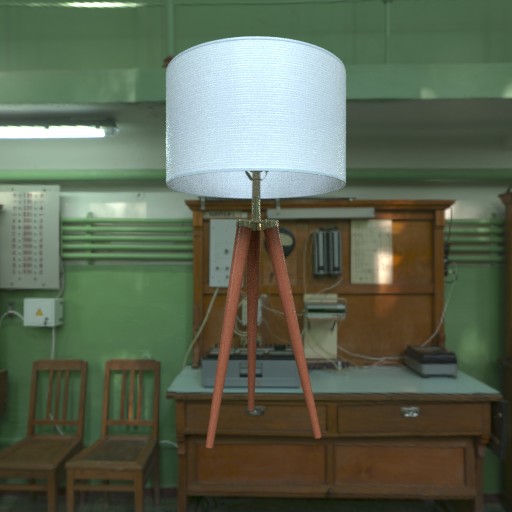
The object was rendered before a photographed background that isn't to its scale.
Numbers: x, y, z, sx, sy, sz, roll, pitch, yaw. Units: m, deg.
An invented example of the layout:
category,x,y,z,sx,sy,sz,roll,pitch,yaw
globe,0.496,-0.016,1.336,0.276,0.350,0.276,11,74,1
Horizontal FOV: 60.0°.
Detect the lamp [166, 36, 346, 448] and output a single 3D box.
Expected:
category,x,y,z,sx,sy,sz,roll,pitch,yaw
lamp,0.000,0.000,0.892,0.355,0.709,0.354,0,0,0
